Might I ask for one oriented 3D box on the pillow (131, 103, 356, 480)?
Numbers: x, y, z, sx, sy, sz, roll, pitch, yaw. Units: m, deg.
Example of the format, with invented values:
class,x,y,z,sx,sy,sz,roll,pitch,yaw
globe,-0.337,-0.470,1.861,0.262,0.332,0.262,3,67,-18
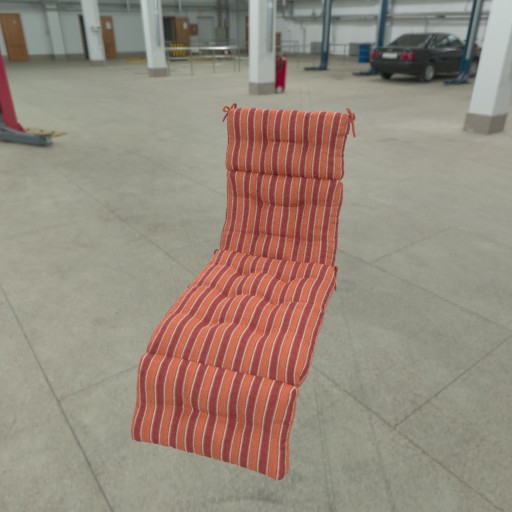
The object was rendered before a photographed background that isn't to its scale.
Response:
class,x,y,z,sx,sy,sz,roll,pitch,yaw
pillow,0.000,0.000,1.502,0.526,0.863,1.016,8,28,15
